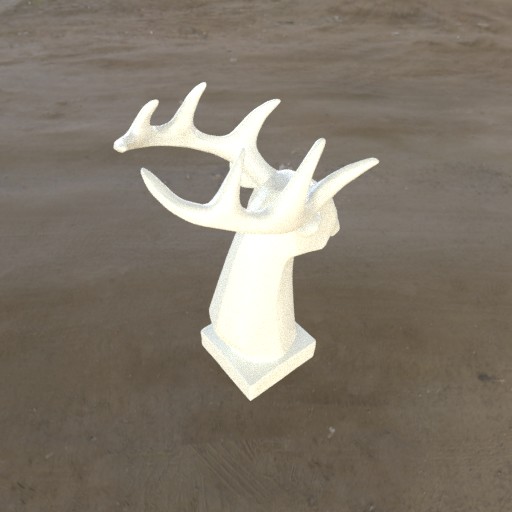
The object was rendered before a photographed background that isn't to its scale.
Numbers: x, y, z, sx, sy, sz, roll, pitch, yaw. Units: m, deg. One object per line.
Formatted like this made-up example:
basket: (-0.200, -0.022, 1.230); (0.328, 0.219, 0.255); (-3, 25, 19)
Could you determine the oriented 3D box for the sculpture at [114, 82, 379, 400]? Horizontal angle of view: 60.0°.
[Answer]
sculpture: (0.000, 0.000, 0.456); (0.224, 0.329, 0.174); (-28, 49, -27)
